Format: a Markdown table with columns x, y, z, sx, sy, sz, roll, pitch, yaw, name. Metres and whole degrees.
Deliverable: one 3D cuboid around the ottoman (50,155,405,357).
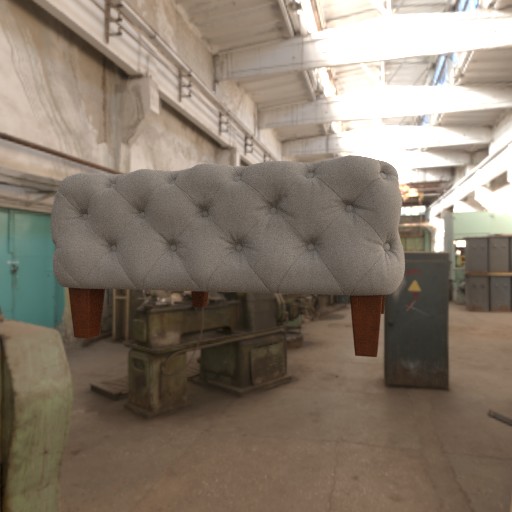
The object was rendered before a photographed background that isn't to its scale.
| x | y | z | sx | sy | sz | roll | pitch | yaw | name |
| --- | --- | --- | --- | --- | --- | --- | --- | --- | --- |
| 0.000 | 0.000 | 1.449 | 0.911 | 0.439 | 0.917 | 0 | 0 | 17 | ottoman |
